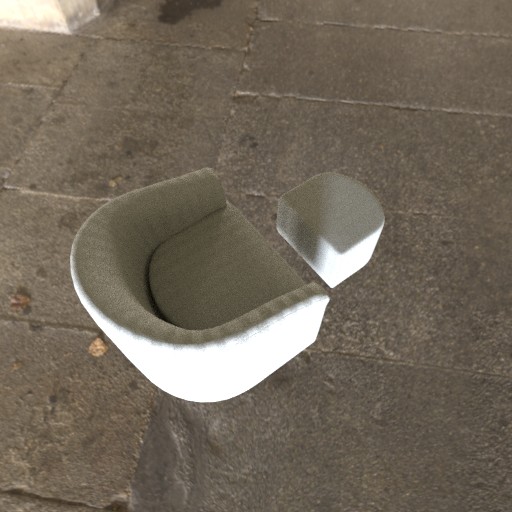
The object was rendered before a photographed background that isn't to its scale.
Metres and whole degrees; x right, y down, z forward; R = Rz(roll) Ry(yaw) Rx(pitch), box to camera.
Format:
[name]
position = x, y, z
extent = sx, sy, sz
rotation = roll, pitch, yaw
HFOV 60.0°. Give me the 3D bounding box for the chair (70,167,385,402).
[chair]
position = 0.000, 0.000, 1.810
extent = 1.288, 0.757, 0.756
rotation = -32, 63, -19
